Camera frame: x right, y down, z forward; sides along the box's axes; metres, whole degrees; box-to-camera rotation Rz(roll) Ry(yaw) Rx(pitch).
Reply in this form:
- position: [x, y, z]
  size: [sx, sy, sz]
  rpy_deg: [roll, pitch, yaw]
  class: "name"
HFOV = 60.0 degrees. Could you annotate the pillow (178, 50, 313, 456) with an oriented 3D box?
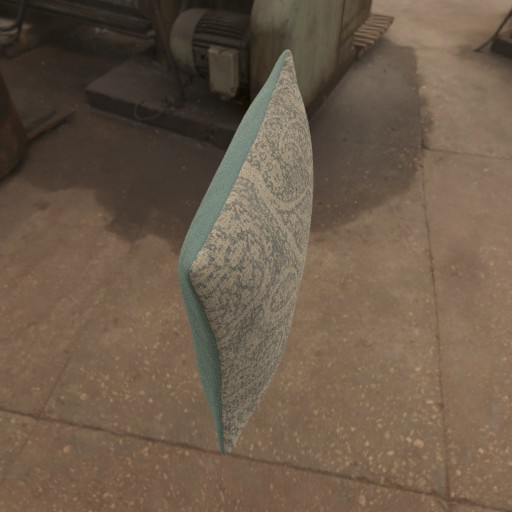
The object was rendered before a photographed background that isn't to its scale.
- position: [0.000, 0.000, 0.783]
  size: [0.166, 0.507, 0.526]
  rpy_deg: [10, 48, 9]
  class: "pillow"
